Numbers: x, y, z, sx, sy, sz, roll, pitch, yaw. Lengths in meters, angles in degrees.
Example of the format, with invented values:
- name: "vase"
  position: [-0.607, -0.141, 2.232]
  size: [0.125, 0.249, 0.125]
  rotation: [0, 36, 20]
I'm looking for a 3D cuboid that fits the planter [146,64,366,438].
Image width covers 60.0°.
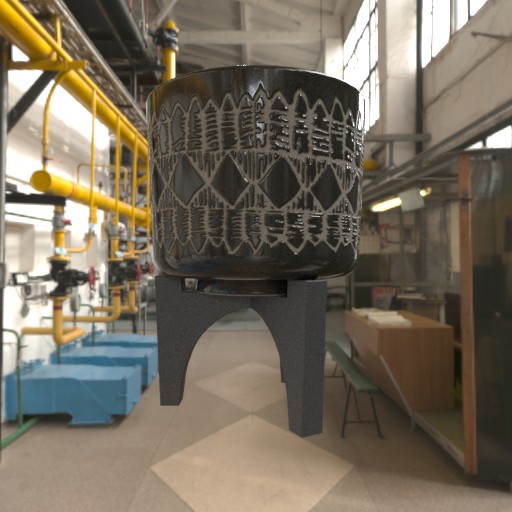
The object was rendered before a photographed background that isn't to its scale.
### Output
- name: "planter"
  position: [0.000, 0.000, 0.268]
  size: [0.129, 0.177, 0.129]
  rotation: [0, 0, 0]
